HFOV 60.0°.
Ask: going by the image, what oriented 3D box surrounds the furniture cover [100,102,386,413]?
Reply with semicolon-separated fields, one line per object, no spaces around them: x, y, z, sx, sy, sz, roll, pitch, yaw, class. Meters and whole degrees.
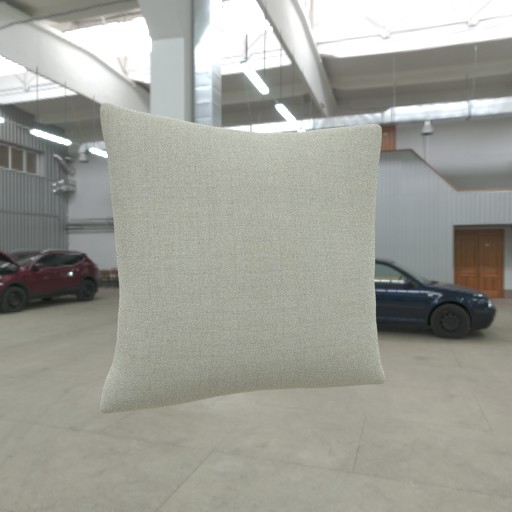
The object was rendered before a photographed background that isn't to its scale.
0.000;0.000;0.653;0.435;0.420;0.145;0;1;-17;furniture cover
